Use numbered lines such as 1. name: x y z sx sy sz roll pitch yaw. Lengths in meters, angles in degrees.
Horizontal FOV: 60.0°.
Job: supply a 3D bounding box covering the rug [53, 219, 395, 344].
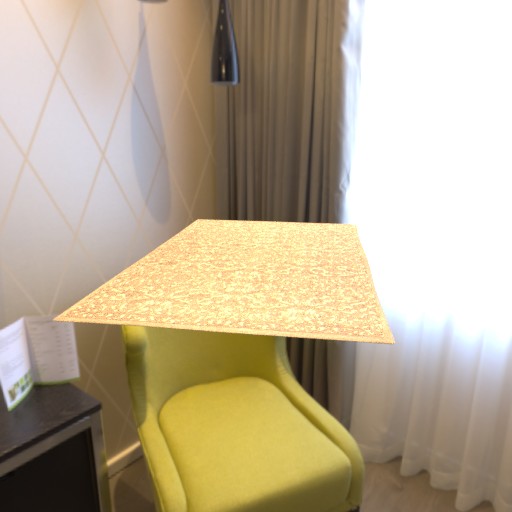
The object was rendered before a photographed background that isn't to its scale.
1. rug: 0.000 0.000 3.084 1.529 0.012 2.435 2 16 8
